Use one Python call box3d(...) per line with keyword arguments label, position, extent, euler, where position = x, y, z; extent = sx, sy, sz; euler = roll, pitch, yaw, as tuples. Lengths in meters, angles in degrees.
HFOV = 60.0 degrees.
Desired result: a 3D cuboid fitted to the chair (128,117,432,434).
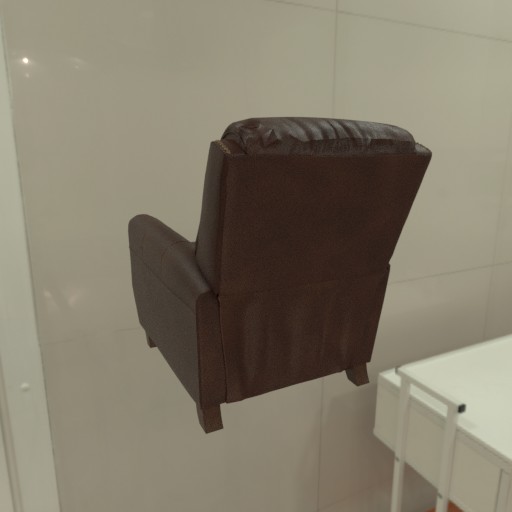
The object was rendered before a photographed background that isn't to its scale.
box3d(label="chair", position=(0.000, 0.000, 1.797), extent=(0.826, 1.022, 1.089), euler=(-7, 15, -27))
